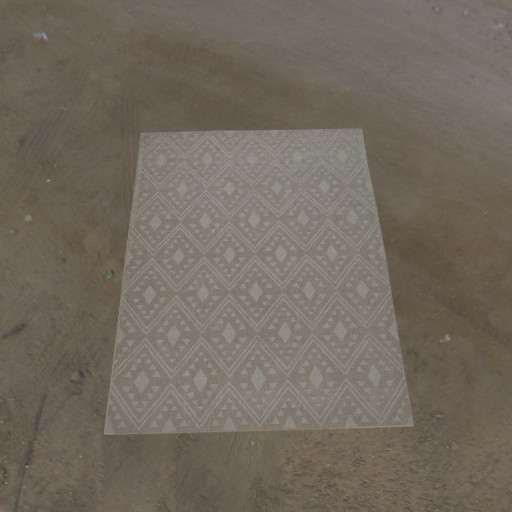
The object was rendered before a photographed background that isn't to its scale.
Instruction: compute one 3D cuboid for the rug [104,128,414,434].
[{"bbox_3d":[0.000,0.000,4.090,2.399,0.054,3.011,-1,63,-1],"label":"rug"}]
